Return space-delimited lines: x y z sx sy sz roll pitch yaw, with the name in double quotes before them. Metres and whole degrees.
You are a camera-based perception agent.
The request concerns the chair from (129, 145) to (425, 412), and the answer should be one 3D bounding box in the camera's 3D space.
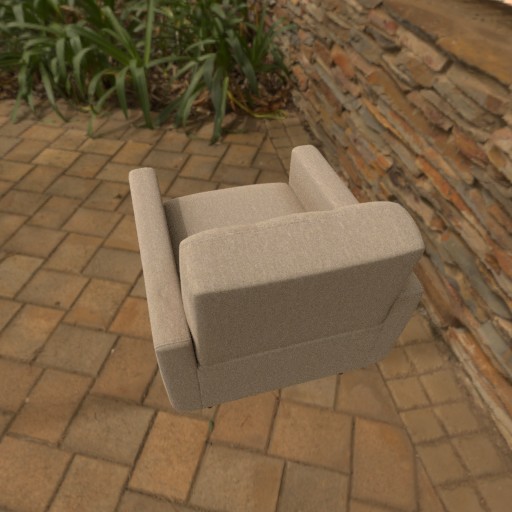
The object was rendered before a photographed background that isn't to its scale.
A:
"chair" 0.000 0.000 1.808 0.897 0.965 1.128 -11 43 -12
